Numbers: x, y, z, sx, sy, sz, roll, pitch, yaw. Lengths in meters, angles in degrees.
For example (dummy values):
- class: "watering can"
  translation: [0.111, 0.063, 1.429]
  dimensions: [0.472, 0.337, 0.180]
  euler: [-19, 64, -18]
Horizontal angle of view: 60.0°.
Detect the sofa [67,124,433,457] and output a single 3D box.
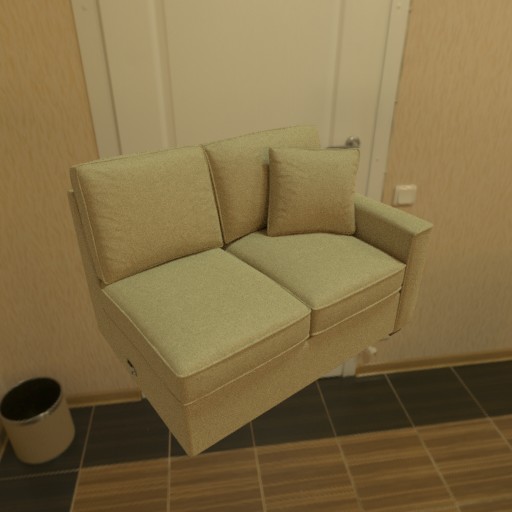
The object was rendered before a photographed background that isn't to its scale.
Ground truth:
- class: "sofa"
  translation: [0.000, 0.000, 2.114]
  dimensions: [1.388, 0.989, 0.991]
  euler: [-21, 36, -32]
